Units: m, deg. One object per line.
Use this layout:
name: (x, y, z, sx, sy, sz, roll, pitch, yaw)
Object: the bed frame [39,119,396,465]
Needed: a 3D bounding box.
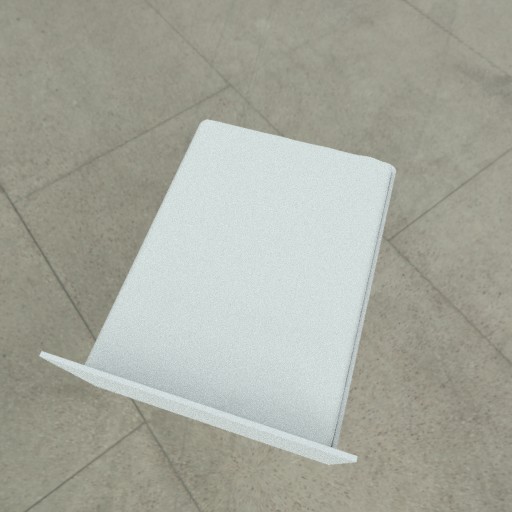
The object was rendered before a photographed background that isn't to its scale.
bed frame: (0.000, 0.000, 2.717, 1.490, 0.800, 1.950, 16, 65, 7)
